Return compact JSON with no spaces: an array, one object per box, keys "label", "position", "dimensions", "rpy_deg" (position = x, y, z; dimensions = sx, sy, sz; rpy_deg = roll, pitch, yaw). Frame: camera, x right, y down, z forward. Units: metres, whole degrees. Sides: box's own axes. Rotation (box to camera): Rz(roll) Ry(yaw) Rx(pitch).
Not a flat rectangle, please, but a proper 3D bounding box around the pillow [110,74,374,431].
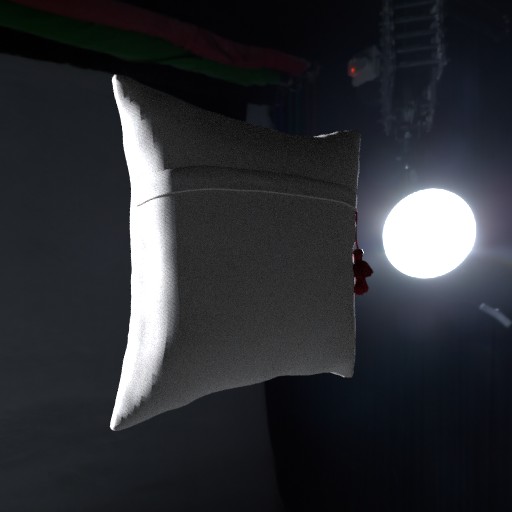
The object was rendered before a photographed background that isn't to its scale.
[{"label":"pillow","position":[0.000,0.000,0.664],"dimensions":[0.433,0.436,0.173],"rpy_deg":[0,1,-36]}]
